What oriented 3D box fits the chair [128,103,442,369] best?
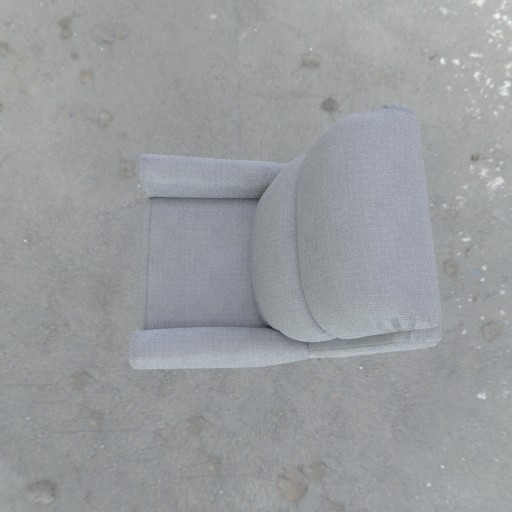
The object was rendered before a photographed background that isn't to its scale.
[{"bbox_3d":[0.000,0.000,1.719,1.014,1.054,0.838,-1,75,0],"label":"chair"}]
